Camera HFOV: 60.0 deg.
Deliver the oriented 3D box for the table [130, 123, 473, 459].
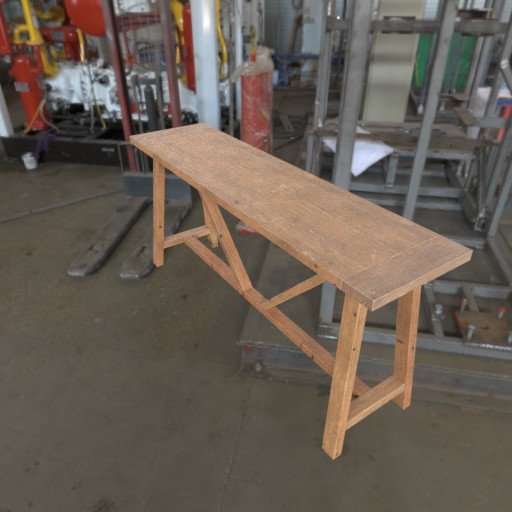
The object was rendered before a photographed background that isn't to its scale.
[{"bbox_3d":[0.000,0.000,2.166,0.465,0.810,1.800,-20,38,-29],"label":"table"}]
